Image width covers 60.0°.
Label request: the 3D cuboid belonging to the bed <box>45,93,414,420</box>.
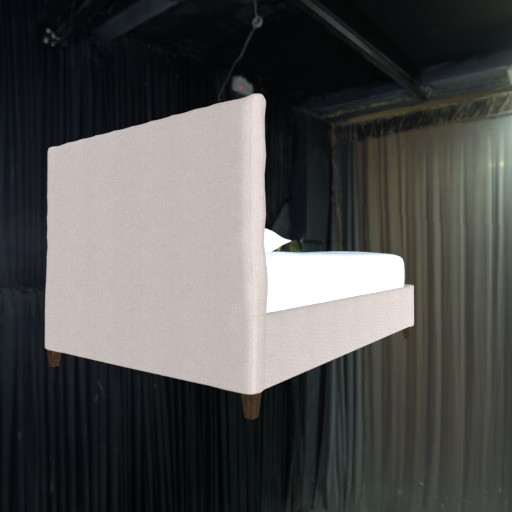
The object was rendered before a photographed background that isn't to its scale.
[{"bbox_3d":[0.000,0.000,3.350,1.698,1.427,2.387,0,0,36],"label":"bed"}]
